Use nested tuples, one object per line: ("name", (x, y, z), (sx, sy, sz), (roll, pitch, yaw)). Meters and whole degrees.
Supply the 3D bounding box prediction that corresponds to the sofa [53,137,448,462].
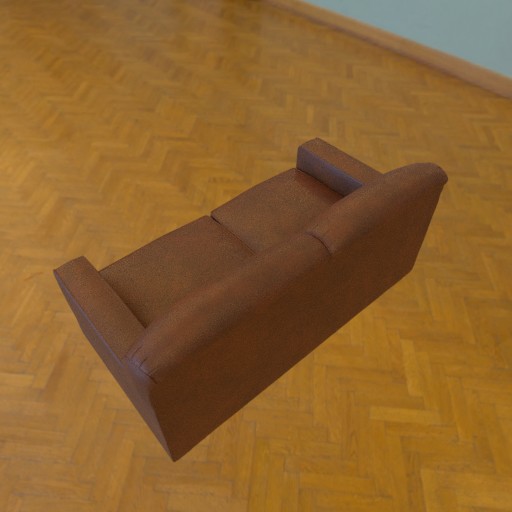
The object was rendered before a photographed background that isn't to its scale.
("sofa", (0.000, 0.000, 2.424), (1.856, 0.966, 1.000), (-32, 54, -27))
